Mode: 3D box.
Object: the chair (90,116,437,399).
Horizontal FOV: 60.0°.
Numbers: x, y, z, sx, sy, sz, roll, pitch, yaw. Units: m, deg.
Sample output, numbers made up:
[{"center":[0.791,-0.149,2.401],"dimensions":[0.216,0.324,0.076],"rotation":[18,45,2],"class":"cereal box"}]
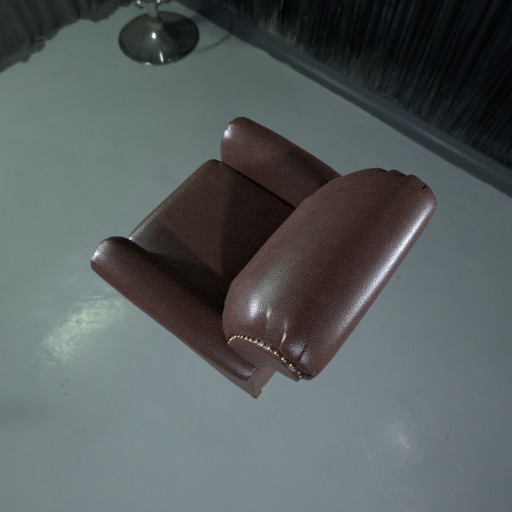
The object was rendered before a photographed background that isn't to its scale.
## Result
[{"center":[0.000,0.000,1.649],"dimensions":[0.890,0.927,0.854],"rotation":[35,68,16],"class":"chair"}]
